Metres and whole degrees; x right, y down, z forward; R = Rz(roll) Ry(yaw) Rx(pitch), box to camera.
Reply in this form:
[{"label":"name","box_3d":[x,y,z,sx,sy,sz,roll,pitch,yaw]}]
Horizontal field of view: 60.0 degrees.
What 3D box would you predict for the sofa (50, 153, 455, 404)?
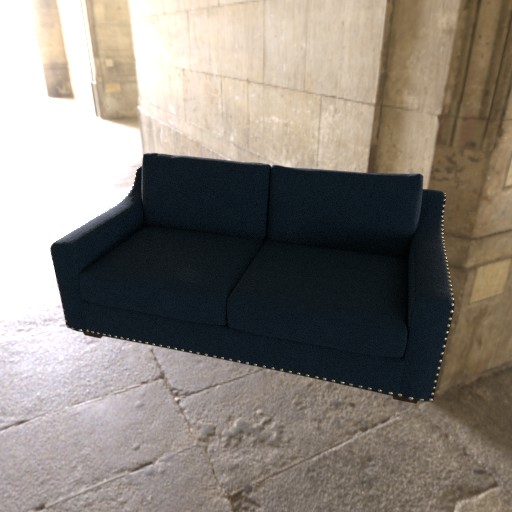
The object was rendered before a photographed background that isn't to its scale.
[{"label":"sofa","box_3d":[0.000,0.000,2.679,2.107,0.983,1.104,8,27,15]}]
